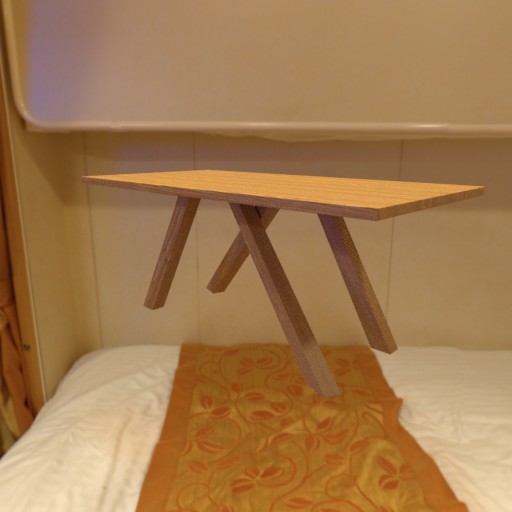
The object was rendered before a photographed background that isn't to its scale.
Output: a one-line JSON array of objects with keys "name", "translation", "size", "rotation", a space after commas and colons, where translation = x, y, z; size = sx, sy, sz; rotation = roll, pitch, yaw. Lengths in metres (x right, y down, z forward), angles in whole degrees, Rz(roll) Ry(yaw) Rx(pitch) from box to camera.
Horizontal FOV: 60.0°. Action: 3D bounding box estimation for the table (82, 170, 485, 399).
[{"name": "table", "translation": [0.000, 0.000, 2.239], "size": [1.797, 0.750, 0.901], "rotation": [13, 19, 42]}]
